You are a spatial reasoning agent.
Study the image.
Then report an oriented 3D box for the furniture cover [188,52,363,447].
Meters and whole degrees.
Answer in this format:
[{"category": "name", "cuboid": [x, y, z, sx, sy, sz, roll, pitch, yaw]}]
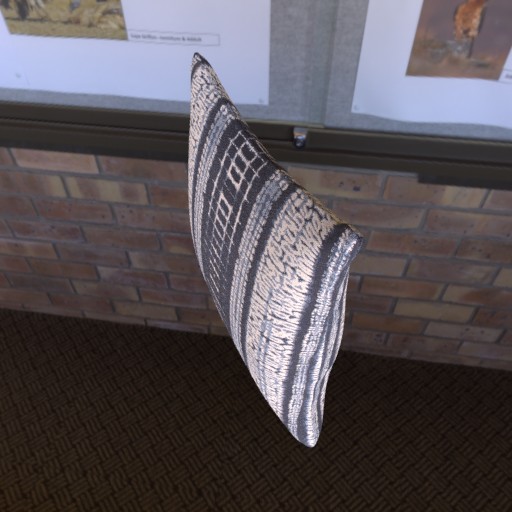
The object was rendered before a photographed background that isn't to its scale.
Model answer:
[{"category": "furniture cover", "cuboid": [0.000, 0.000, 0.649, 0.133, 0.435, 0.425, -18, 48, -16]}]
